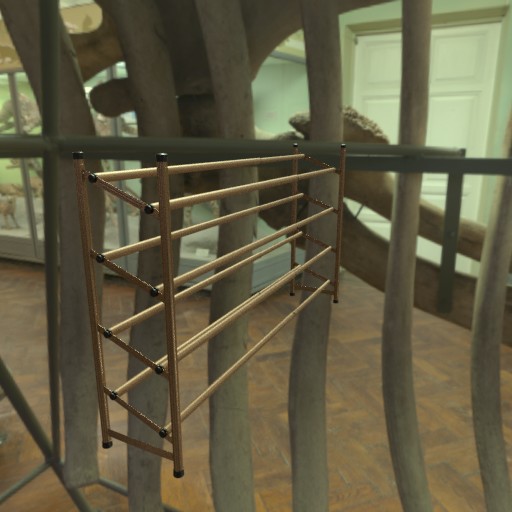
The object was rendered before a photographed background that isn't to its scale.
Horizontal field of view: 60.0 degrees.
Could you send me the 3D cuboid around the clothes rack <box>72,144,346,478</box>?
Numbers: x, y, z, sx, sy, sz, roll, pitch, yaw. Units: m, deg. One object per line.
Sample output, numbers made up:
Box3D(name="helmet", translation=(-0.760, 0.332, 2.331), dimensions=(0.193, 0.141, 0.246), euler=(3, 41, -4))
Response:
Box3D(name="clothes rack", translation=(0.000, 0.000, 1.403), dimensions=(0.229, 0.672, 1.168), euler=(7, 17, 26))
